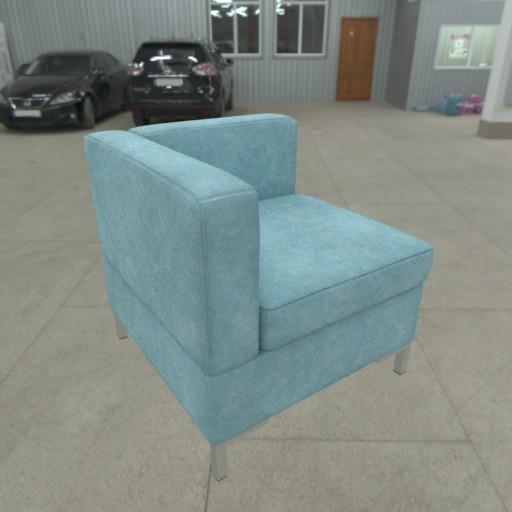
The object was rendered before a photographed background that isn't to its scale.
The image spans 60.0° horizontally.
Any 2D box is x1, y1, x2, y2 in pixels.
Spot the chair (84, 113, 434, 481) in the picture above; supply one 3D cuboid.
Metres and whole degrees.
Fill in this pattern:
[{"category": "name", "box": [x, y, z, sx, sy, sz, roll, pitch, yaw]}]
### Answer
[{"category": "chair", "box": [0.000, 0.000, 1.229, 0.684, 0.660, 0.691, -17, 30, -31]}]
